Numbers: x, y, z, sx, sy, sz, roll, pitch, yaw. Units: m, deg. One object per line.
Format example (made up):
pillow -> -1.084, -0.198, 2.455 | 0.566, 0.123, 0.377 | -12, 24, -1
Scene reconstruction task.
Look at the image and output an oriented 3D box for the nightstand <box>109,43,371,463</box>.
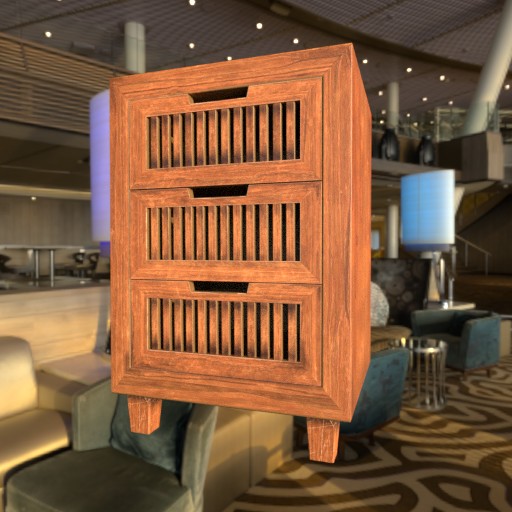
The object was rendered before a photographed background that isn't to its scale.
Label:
nightstand -> 0.000, 0.000, 0.984 | 0.465, 0.695, 0.410 | 0, 1, 19
